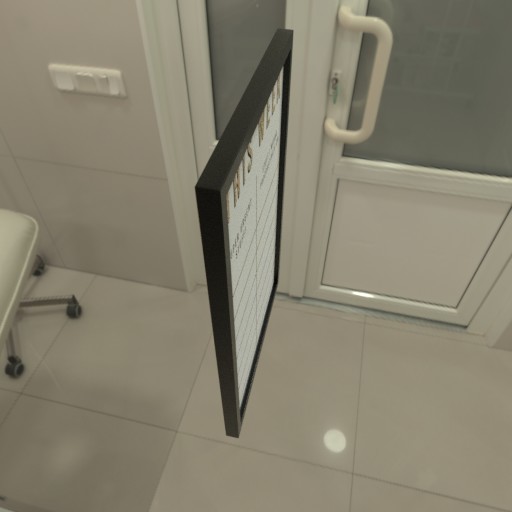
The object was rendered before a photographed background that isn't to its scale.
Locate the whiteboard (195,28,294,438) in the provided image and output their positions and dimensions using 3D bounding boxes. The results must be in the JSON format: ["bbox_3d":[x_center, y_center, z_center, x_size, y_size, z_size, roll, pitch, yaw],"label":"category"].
[{"bbox_3d":[0.000,0.000,0.776,0.026,0.611,0.406,10,48,9],"label":"whiteboard"}]
